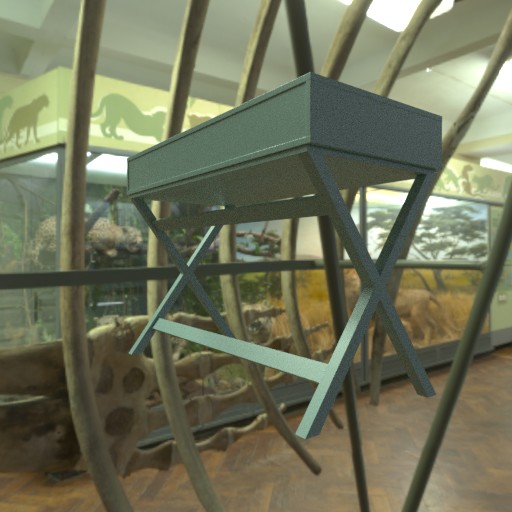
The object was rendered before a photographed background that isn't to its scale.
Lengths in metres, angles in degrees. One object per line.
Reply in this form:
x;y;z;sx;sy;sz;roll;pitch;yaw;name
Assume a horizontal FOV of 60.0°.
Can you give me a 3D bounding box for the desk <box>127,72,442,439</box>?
0.000;0.000;1.507;0.509;0.780;1.059;0;0;-37;desk
